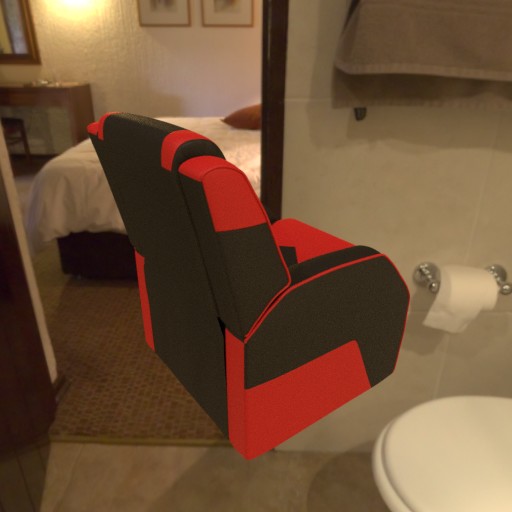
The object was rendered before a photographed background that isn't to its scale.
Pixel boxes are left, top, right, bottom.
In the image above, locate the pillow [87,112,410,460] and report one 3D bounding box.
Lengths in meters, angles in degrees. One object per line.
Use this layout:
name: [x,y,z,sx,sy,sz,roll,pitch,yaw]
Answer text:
pillow: [0.000,0.000,1.271,0.672,0.805,0.620,-17,30,-32]
